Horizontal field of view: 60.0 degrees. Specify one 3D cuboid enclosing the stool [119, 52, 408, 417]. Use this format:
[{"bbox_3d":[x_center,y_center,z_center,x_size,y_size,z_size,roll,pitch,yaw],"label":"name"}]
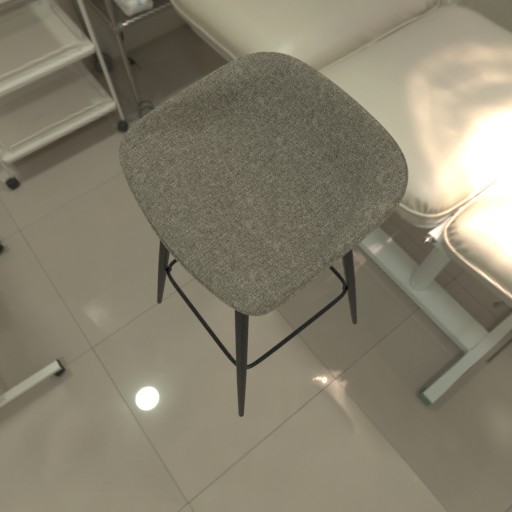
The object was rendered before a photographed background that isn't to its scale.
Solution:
[{"bbox_3d":[0.000,0.000,1.102,0.480,0.814,0.469,-35,68,-16],"label":"stool"}]
